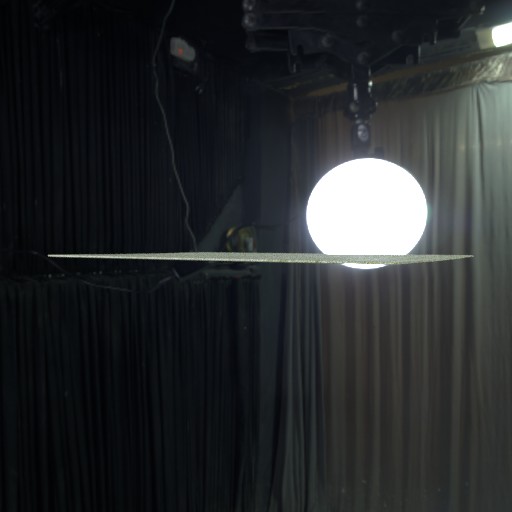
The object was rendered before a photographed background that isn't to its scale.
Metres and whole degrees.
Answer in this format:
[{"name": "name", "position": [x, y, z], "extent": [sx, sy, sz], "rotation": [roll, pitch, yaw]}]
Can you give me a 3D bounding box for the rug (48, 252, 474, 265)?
[{"name": "rug", "position": [0.000, 0.000, 2.164], "extent": [1.758, 0.010, 1.143], "rotation": [1, 2, 35]}]
